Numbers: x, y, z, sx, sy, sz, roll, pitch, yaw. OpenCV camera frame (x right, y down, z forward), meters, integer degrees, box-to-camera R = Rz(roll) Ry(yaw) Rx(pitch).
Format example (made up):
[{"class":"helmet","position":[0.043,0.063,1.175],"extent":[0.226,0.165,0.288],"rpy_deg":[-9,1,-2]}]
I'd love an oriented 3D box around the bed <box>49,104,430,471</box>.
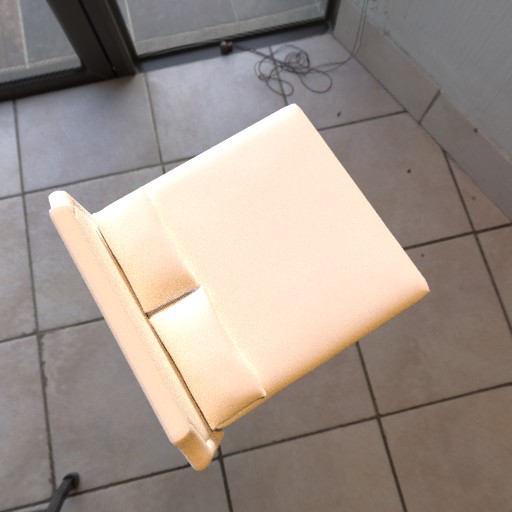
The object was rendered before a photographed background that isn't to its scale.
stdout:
[{"class":"bed","position":[0.000,0.000,3.502],"extent":[2.204,1.301,2.160],"rpy_deg":[-31,78,-7]}]
